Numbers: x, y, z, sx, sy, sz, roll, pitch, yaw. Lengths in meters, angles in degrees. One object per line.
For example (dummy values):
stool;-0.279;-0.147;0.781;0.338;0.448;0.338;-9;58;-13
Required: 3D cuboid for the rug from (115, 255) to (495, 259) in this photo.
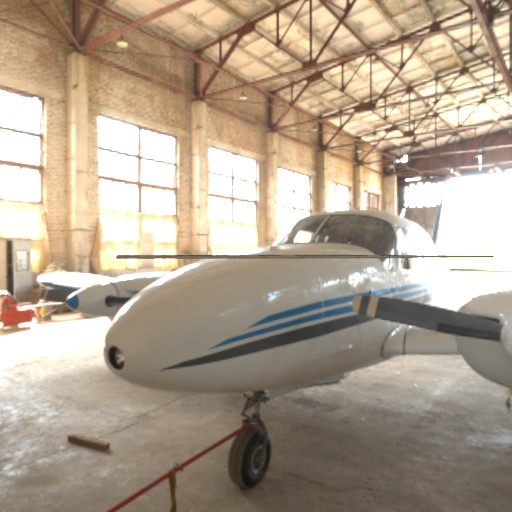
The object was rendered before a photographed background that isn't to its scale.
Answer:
rug;0.000;0.000;4.103;2.466;0.021;3.049;0;0;-17
